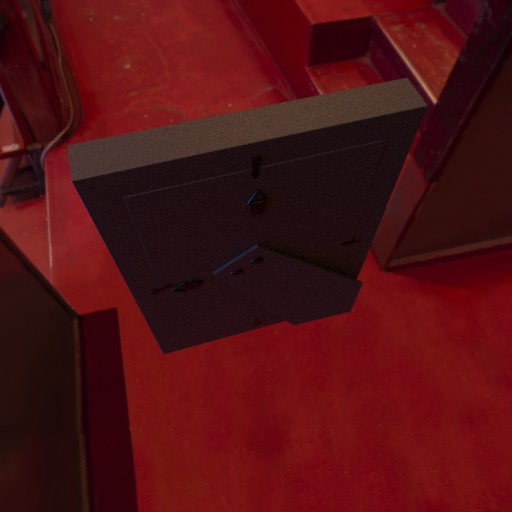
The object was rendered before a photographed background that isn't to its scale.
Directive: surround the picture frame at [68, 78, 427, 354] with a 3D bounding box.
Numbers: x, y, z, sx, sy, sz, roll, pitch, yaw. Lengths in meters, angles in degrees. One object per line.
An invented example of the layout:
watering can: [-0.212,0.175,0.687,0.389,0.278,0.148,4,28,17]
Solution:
picture frame: [0.000,0.000,0.280,0.157,0.208,0.028,-14,60,-8]
